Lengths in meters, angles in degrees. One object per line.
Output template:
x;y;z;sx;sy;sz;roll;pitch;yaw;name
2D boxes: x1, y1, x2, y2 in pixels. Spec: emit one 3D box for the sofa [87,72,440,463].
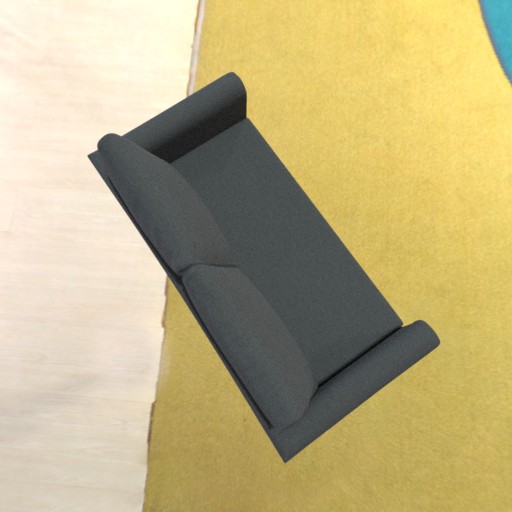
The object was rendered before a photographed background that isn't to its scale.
0.000;0.000;1.951;0.741;0.872;1.460;-33;78;-8;sofa
